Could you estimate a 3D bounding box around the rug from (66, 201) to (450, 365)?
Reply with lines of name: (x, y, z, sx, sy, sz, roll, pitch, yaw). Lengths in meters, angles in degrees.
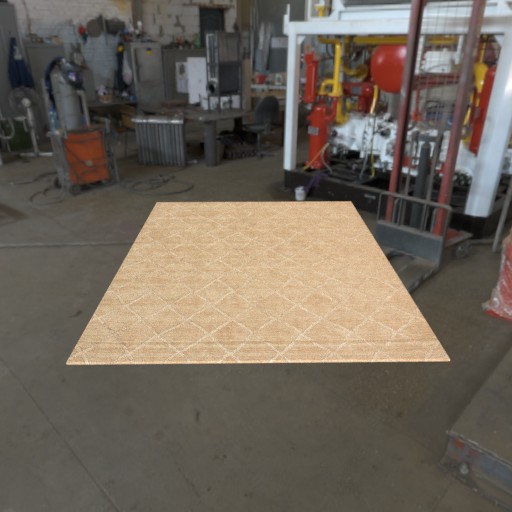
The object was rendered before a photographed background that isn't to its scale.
rug: (0.000, 0.000, 4.153, 2.420, 0.019, 3.039, 0, 26, -1)
